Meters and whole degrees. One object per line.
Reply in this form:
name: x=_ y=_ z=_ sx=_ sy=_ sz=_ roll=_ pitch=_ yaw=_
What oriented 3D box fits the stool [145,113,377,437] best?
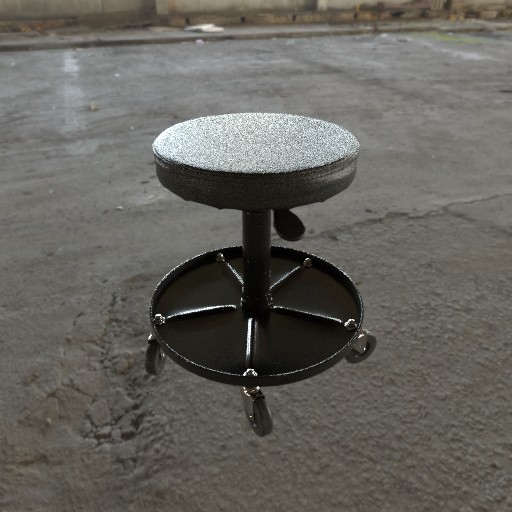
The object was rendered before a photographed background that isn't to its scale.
stool: x=0.000 y=0.000 z=0.679 sx=0.381 sy=0.365 sz=0.382 roll=-11 pitch=33 yaw=-17
